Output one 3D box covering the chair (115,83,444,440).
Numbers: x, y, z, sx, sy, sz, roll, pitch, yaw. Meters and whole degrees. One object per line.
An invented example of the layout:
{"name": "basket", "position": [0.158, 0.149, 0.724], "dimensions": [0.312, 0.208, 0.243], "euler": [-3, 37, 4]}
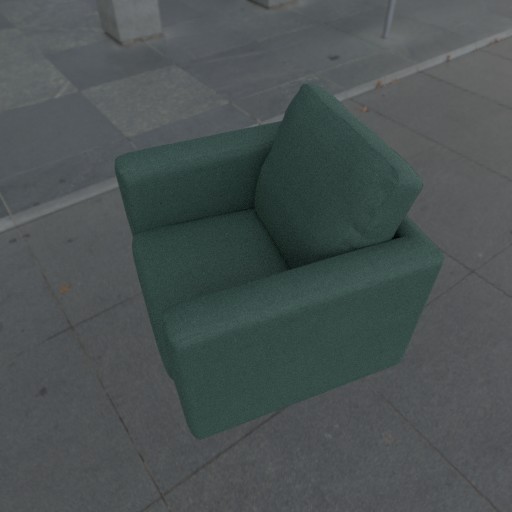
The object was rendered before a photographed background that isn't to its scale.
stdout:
{"name": "chair", "position": [0.000, 0.000, 1.538], "dimensions": [0.800, 0.927, 0.855], "euler": [-16, 48, -15]}
